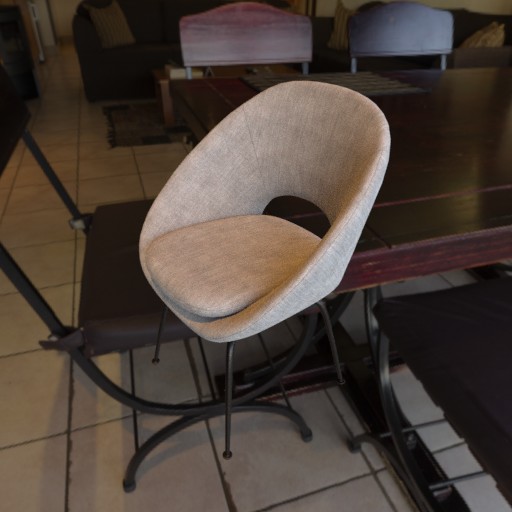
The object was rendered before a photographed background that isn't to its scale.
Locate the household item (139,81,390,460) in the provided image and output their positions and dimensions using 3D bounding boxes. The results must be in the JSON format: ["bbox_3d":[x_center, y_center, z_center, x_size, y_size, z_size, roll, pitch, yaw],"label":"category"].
[{"bbox_3d":[0.000,0.000,1.272,0.587,0.869,0.643,-22,38,-31],"label":"household item"}]
